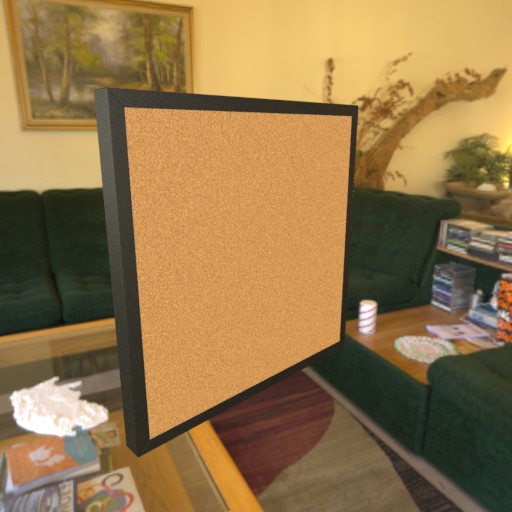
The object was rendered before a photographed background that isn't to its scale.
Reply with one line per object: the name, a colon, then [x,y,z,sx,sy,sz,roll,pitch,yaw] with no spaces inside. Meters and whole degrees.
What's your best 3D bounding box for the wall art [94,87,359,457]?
wall art: [0.000,0.000,0.759,0.508,0.508,0.036,-14,21,-41]
